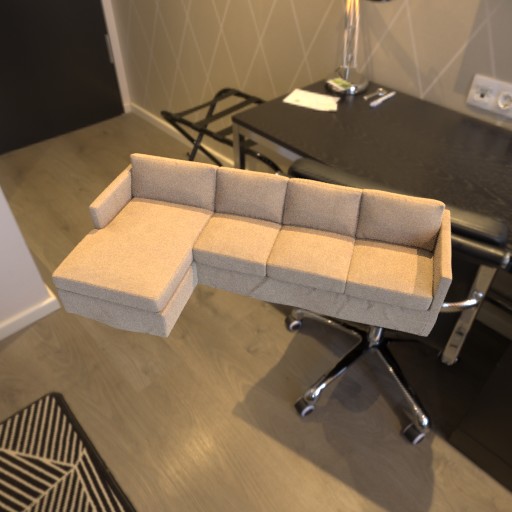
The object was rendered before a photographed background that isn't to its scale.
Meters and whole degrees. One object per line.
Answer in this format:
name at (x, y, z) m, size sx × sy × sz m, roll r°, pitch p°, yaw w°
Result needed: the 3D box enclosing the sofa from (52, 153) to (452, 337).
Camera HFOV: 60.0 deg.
sofa at (0.000, 0.000, 3.962) m, size 3.198 × 0.920 × 1.638 m, roll 12°, pitch 44°, yaw 12°
